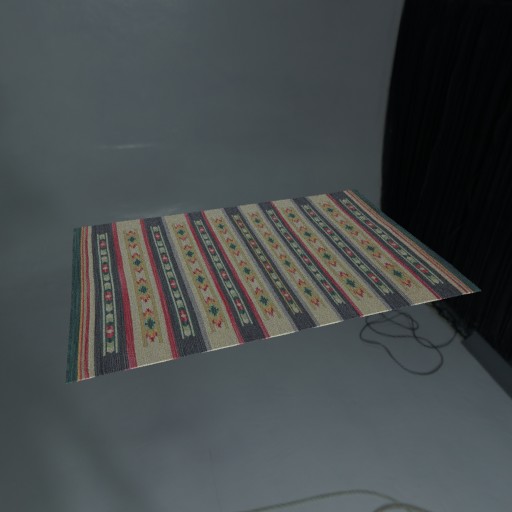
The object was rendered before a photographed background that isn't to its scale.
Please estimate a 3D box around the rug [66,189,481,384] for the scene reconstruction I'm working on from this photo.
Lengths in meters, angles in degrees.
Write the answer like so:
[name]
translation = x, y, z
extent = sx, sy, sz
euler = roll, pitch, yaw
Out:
[rug]
translation = 0.000, 0.000, 2.925
extent = 2.311, 0.010, 1.522
euler = -10, 34, -15
